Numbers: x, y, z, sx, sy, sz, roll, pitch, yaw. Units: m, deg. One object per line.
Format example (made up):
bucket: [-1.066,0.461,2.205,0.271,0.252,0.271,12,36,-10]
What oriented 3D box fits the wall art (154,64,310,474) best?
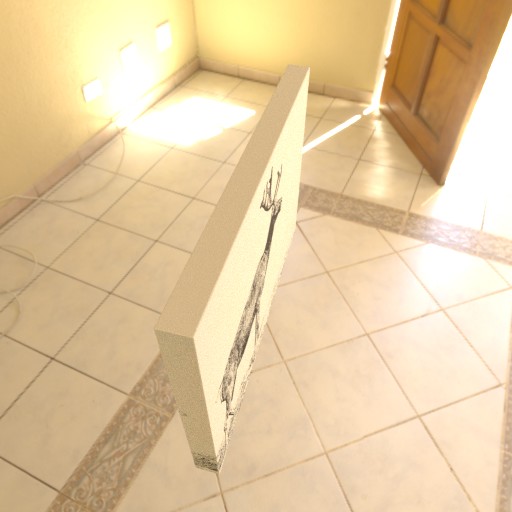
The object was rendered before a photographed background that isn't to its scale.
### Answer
wall art: [0.000,0.000,0.781,0.042,0.414,0.608,11,48,10]
